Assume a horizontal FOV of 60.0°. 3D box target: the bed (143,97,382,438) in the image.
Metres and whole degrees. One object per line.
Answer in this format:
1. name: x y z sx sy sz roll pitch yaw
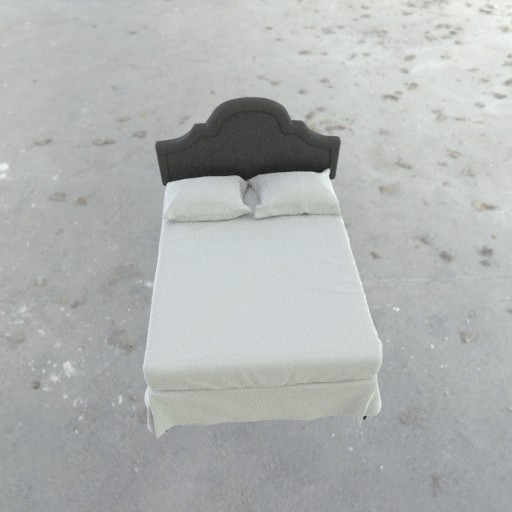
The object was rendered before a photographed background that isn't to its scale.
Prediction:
1. bed: 0.000 0.000 3.441 1.780 1.634 2.222 -3 46 -2
